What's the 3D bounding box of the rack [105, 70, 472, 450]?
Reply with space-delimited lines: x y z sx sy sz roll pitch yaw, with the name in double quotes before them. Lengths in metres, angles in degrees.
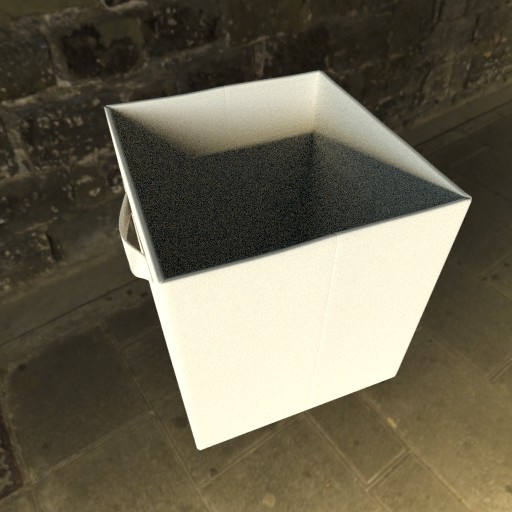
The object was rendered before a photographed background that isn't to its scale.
"rack" 0.000 0.000 0.502 0.270 0.280 0.270 -15 47 -15
